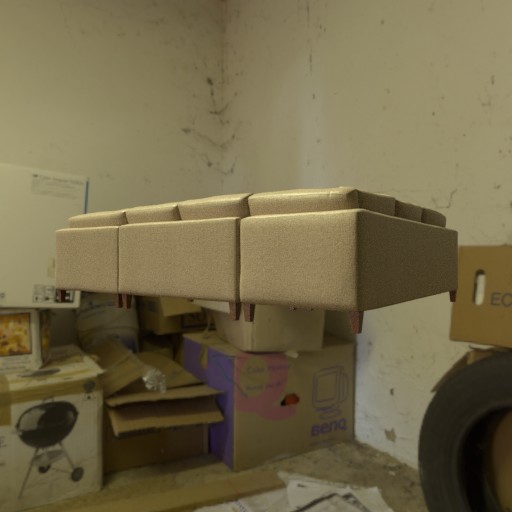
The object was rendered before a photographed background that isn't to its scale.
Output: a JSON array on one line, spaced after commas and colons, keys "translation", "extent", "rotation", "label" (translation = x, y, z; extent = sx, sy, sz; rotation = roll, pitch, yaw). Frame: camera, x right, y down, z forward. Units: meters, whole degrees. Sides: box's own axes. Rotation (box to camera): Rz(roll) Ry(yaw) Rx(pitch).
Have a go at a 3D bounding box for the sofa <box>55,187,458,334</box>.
[{"translation": [0.000, 0.000, 4.676], "extent": [3.460, 0.961, 2.594], "rotation": [0, 0, 37], "label": "sofa"}]
